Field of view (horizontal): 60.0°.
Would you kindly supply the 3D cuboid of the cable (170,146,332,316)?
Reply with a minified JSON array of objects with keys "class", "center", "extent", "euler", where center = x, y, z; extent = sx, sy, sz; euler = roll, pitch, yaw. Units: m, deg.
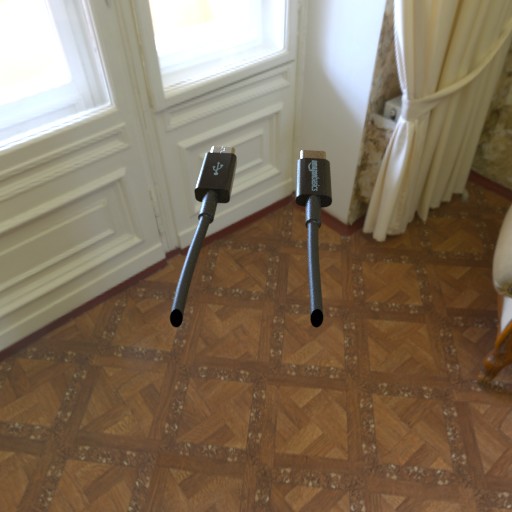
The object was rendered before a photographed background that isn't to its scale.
[{"class":"cable","center":[0.000,0.000,0.114],"extent":[0.040,0.006,0.098],"euler":[3,46,3]}]
